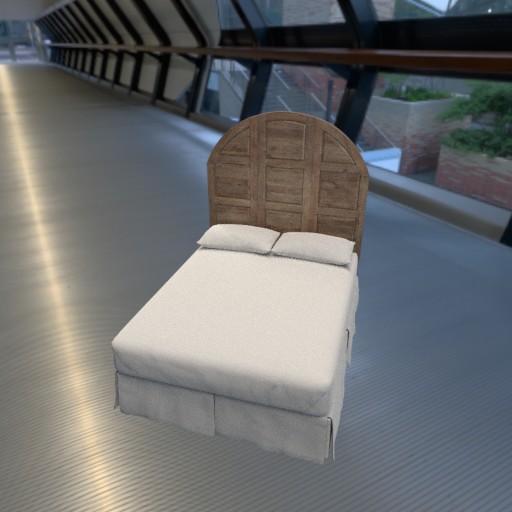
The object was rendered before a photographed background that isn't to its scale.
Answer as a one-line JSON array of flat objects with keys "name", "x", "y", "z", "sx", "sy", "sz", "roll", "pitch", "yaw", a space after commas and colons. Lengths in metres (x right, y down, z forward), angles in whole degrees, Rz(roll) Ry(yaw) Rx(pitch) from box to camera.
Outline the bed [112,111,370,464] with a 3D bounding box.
[{"name": "bed", "x": 0.000, "y": 0.000, "z": 3.663, "sx": 1.713, "sy": 2.002, "sz": 2.112, "roll": 8, "pitch": 28, "yaw": 15}]
